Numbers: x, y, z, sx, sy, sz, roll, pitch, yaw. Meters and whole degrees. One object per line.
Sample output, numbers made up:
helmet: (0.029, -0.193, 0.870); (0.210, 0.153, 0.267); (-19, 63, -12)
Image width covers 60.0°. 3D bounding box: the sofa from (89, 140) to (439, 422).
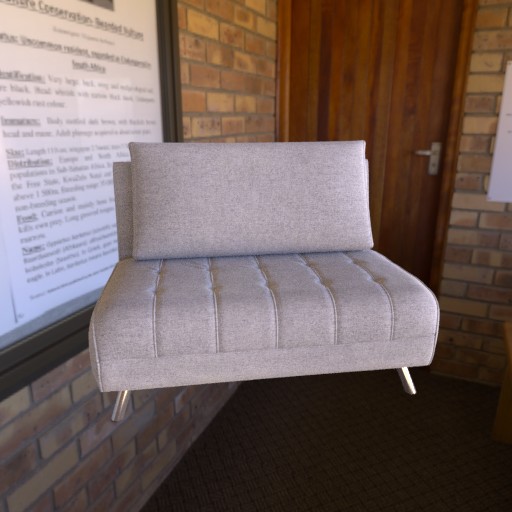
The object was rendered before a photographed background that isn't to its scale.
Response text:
sofa: (0.000, 0.000, 1.852); (1.220, 0.910, 0.910); (-3, 17, -8)
